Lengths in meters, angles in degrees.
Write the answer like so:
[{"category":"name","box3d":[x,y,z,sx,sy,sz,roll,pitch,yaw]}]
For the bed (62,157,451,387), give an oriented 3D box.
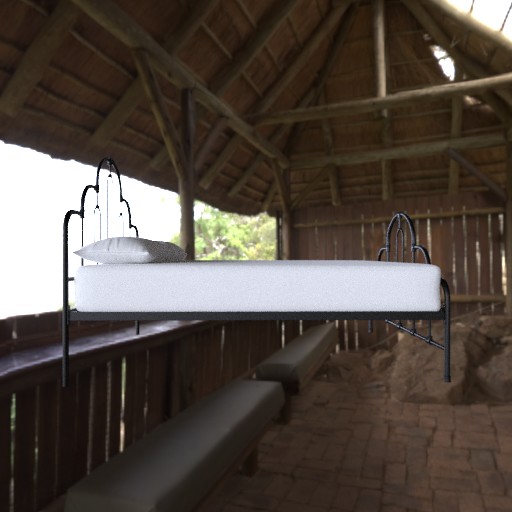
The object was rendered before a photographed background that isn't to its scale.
[{"category":"bed","box3d":[0.000,0.000,3.277,2.181,1.444,1.626,0,0,-1]}]
